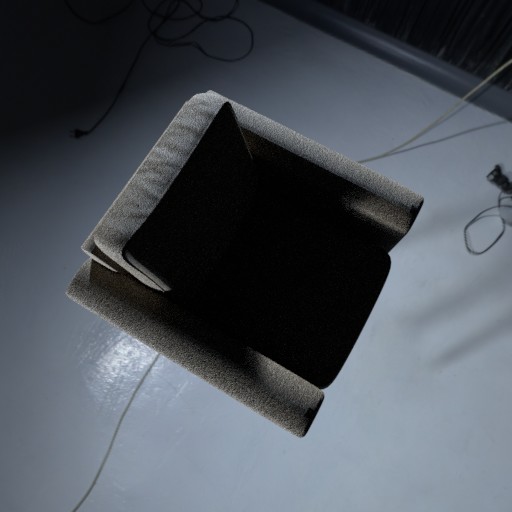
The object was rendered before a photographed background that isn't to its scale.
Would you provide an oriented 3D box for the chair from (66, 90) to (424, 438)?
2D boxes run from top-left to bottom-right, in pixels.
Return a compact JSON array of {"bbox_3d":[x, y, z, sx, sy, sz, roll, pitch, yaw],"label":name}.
[{"bbox_3d":[0.000,0.000,1.754,1.016,0.873,1.005,29,76,8],"label":"chair"}]
